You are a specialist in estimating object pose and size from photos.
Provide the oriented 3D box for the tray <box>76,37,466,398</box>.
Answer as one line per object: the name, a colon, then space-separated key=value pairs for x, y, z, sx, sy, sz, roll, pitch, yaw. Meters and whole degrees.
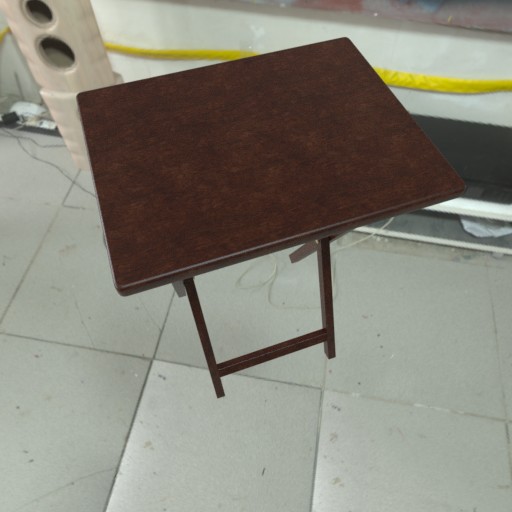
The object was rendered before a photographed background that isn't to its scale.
tray: x=0.000 y=0.000 z=0.934 sx=0.483 sy=0.660 sz=0.381 roll=-16 pitch=59 yaw=-10
